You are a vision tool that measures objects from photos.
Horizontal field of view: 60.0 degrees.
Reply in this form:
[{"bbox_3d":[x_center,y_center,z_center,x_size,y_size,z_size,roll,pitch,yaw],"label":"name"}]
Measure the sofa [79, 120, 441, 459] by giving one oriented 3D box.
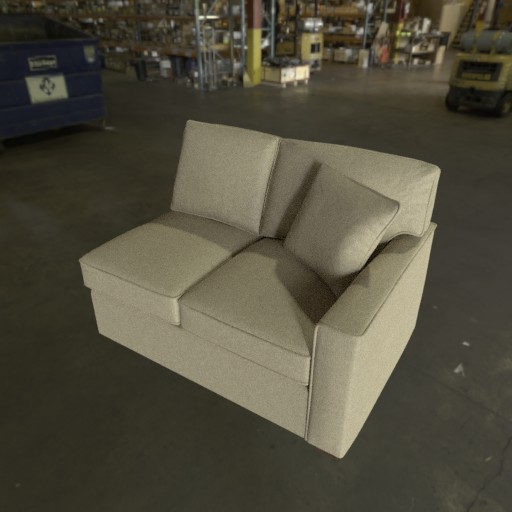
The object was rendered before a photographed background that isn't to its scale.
[{"bbox_3d":[0.000,0.000,2.085,1.388,0.989,0.991,18,34,29],"label":"sofa"}]
